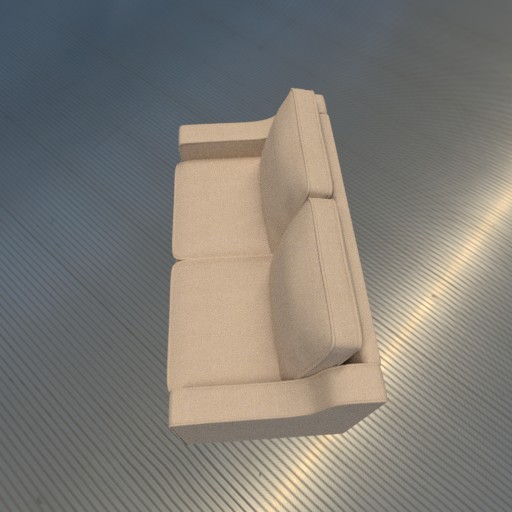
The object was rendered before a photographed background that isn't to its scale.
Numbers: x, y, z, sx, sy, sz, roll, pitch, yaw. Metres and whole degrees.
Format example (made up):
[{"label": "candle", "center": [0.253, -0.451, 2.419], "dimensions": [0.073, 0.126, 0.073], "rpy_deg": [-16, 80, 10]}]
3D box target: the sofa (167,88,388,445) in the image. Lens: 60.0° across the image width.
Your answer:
[{"label": "sofa", "center": [0.000, 0.000, 3.533], "dimensions": [1.351, 1.562, 2.587], "rpy_deg": [-3, 59, -2]}]
